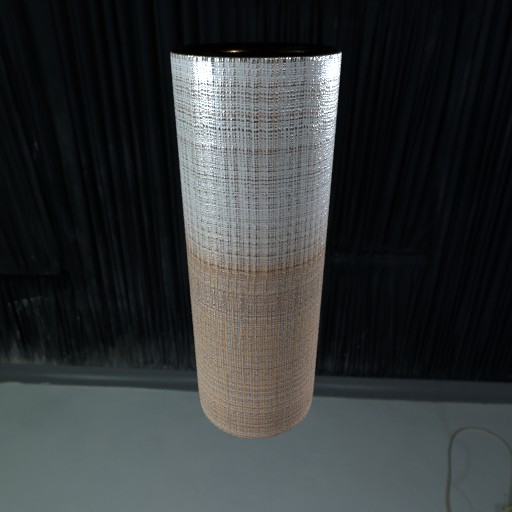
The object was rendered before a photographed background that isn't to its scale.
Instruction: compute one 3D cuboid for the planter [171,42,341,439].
[{"bbox_3d":[0.000,0.000,0.325,0.099,0.278,0.099,0,29,0],"label":"planter"}]
